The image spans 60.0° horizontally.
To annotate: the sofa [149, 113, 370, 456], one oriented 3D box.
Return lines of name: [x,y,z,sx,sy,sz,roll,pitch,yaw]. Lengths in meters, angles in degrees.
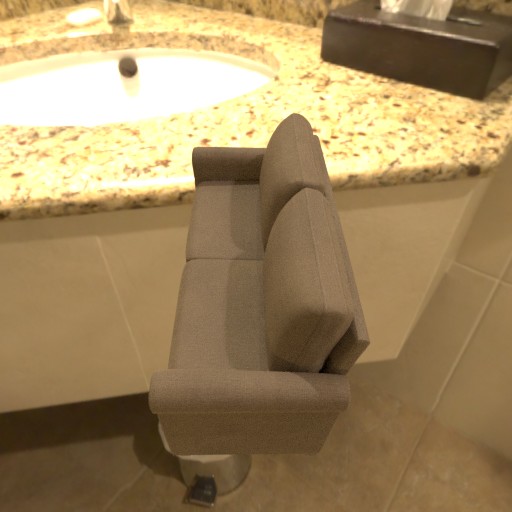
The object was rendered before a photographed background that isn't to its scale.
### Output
sofa: [0.000,0.000,2.457,0.842,0.942,1.935,-1,42,-1]
